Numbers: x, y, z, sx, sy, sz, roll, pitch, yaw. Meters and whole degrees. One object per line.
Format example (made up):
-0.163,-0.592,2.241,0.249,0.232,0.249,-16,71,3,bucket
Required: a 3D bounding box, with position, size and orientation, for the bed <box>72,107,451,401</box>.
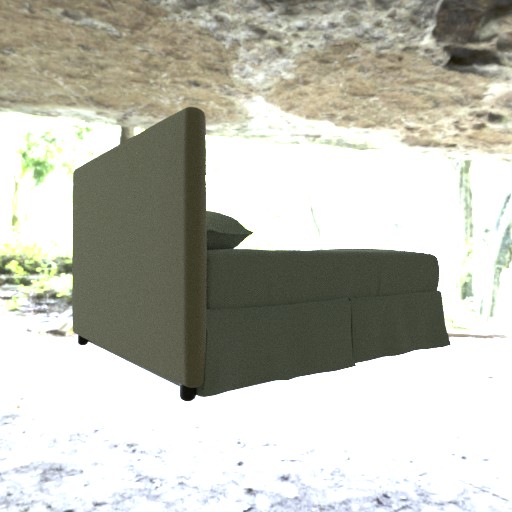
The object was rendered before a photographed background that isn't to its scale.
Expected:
0.000,0.000,3.271,2.142,1.330,1.884,0,0,-37,bed
